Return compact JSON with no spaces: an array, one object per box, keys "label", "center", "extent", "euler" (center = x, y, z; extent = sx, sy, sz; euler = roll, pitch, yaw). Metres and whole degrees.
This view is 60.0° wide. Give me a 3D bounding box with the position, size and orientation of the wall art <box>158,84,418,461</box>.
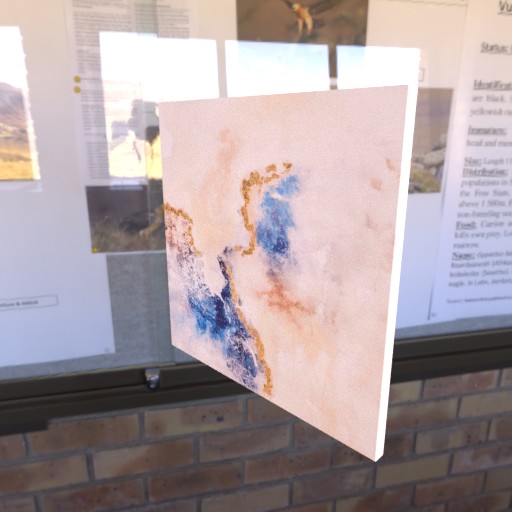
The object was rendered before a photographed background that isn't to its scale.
[{"label":"wall art","center":[0.000,0.000,1.305],"extent":[0.038,0.889,0.889],"euler":[-15,22,-43]}]
